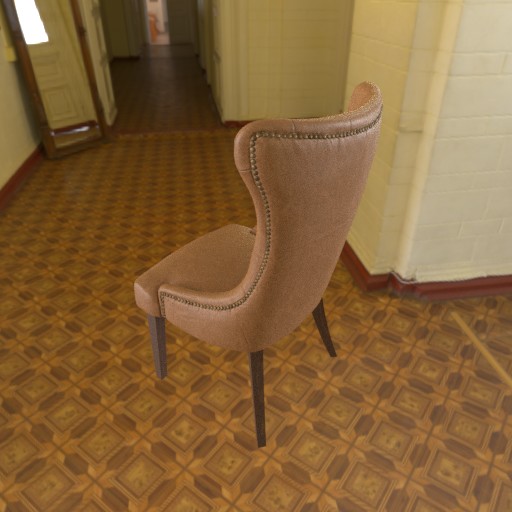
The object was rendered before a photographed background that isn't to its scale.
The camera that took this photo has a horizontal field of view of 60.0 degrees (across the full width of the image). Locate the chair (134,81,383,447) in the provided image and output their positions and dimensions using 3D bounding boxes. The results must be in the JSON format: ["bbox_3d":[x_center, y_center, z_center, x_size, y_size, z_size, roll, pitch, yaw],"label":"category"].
[{"bbox_3d":[0.000,0.000,1.473,0.669,1.065,0.611,21,37,30],"label":"chair"}]
